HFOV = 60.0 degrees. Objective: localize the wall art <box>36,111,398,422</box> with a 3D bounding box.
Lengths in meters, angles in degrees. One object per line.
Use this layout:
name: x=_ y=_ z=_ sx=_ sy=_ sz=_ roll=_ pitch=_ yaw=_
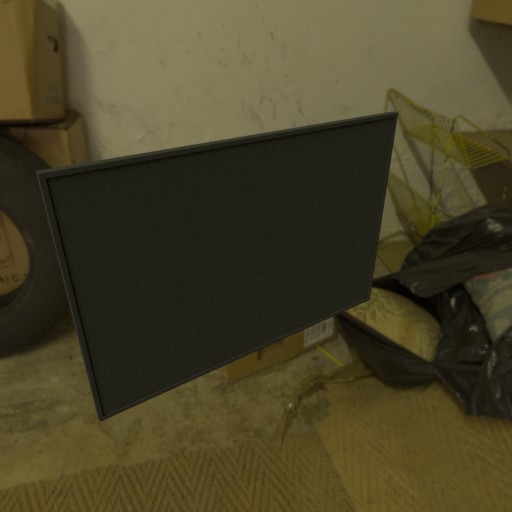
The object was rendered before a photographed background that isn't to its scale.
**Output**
wall art: x=0.000 y=0.000 z=1.484 sx=1.190 sy=0.805 sz=0.028 roll=-18 pitch=34 yaw=-29
